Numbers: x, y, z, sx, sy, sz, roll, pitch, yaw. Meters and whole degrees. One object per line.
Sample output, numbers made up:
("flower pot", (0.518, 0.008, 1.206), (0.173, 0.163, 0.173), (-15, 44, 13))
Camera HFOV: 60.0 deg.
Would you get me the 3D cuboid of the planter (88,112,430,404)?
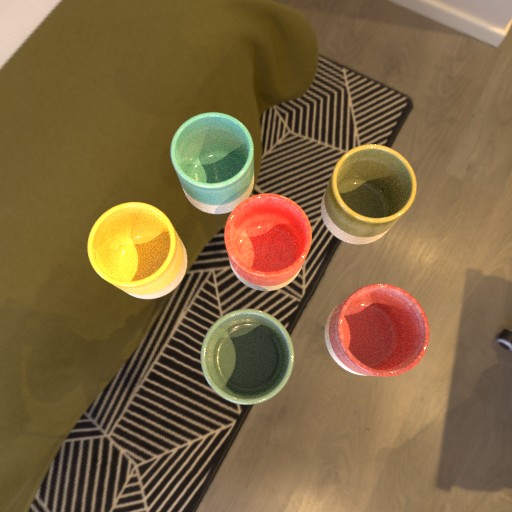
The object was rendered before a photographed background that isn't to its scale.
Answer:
("planter", (0.000, 0.000, 0.412), (0.286, 0.075, 0.257), (-2, 76, 0))
